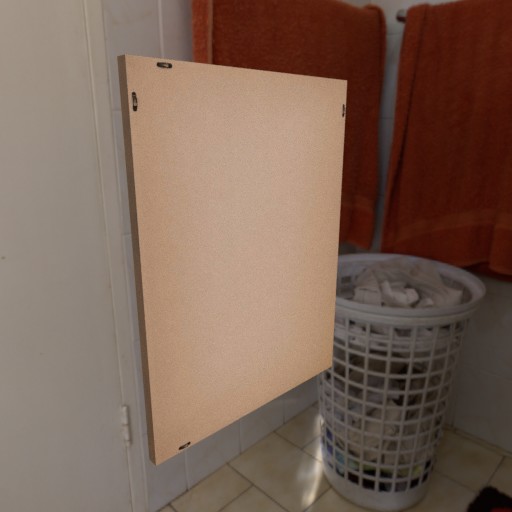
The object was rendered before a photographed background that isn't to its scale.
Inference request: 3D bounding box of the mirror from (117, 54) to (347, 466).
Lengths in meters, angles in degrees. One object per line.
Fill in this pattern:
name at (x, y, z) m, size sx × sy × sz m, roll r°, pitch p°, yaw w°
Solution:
mirror at (0.000, 0.000, 1.308) m, size 0.762 × 1.016 × 0.040 m, roll -14°, pitch 22°, yaw -41°
